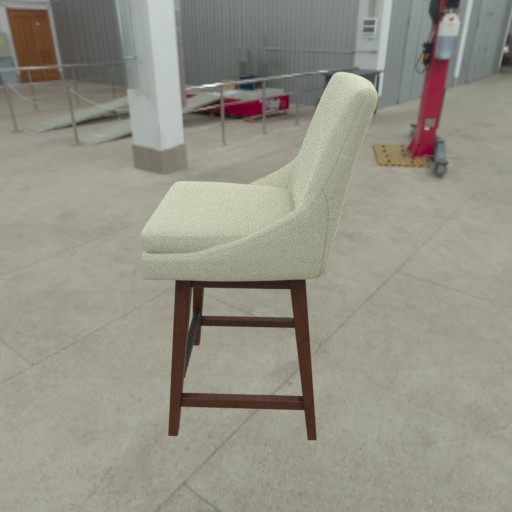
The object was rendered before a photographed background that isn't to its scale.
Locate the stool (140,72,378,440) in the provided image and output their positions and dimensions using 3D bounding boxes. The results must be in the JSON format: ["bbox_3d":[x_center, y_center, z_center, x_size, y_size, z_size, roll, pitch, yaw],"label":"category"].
[{"bbox_3d":[0.000,0.000,1.316,0.559,0.991,0.469,1,27,2],"label":"stool"}]
